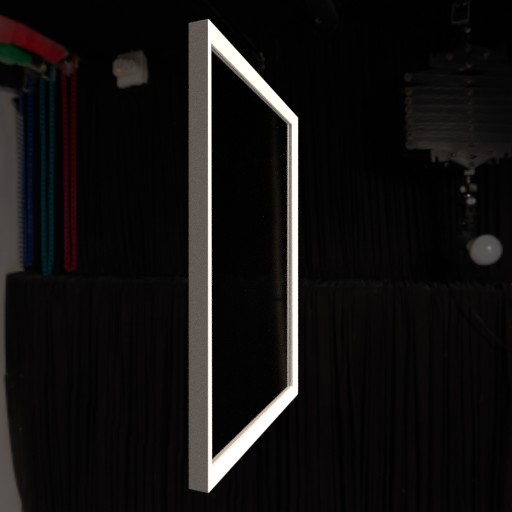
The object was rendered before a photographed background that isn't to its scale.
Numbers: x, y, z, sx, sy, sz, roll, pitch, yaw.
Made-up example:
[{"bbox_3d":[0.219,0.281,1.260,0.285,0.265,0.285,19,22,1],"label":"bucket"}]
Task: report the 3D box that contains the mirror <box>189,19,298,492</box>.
[{"bbox_3d":[0.000,0.000,0.908,0.039,0.710,0.507,0,0,21],"label":"mirror"}]
